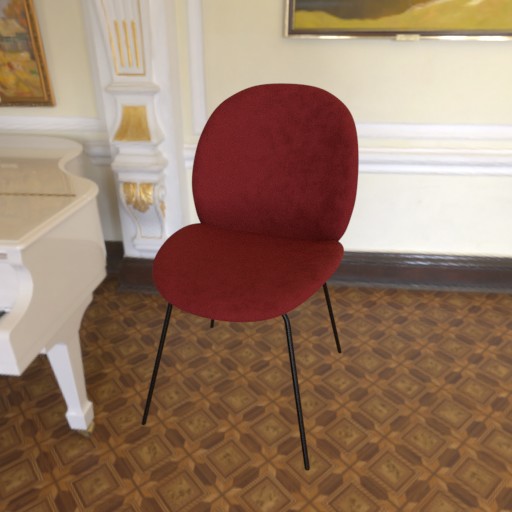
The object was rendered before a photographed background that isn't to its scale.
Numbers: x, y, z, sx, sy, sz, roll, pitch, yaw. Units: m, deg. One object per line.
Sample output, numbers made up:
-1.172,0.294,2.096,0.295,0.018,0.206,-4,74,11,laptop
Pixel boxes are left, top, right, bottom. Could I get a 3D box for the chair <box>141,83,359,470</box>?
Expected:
0.000,0.000,1.151,0.458,0.791,0.587,8,28,16,chair
